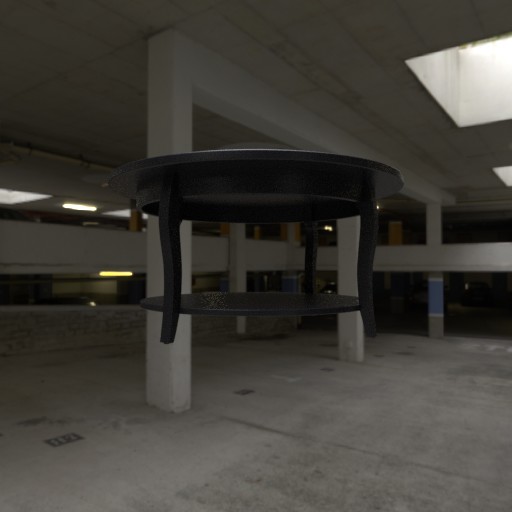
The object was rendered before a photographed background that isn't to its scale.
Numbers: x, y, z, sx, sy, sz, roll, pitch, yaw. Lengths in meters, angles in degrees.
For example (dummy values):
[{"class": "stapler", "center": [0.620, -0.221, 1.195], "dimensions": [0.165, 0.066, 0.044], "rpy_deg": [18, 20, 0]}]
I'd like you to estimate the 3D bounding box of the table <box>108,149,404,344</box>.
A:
[{"class": "table", "center": [0.000, 0.000, 1.439], "dimensions": [0.914, 0.457, 0.914], "rpy_deg": [0, -1, 0]}]
